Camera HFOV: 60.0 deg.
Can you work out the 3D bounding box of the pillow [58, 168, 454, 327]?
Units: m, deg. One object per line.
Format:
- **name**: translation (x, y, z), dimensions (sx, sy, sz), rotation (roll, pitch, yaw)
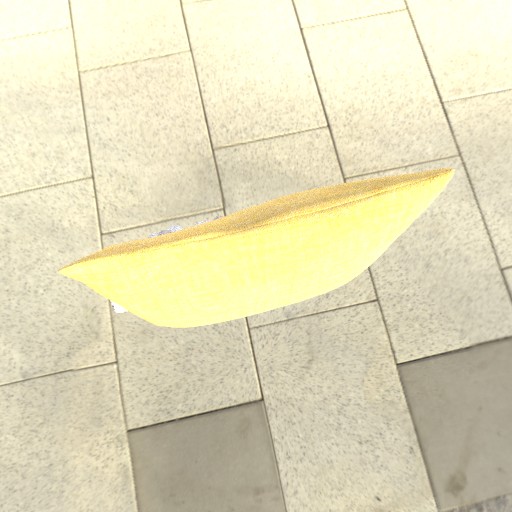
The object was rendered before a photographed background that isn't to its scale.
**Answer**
- **pillow**: translation (0.000, 0.000, 0.733), dimensions (0.485, 0.481, 0.167), rotation (-14, 77, -3)
